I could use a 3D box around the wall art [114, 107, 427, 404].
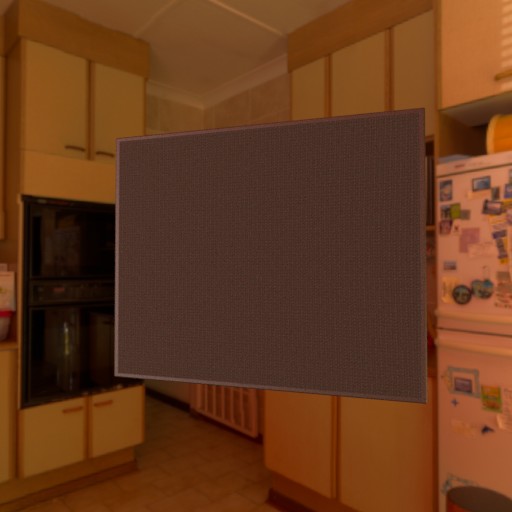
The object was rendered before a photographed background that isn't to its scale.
[{"bbox_3d":[0.000,0.000,0.781,0.559,0.458,0.029,0,-1,17],"label":"wall art"}]
